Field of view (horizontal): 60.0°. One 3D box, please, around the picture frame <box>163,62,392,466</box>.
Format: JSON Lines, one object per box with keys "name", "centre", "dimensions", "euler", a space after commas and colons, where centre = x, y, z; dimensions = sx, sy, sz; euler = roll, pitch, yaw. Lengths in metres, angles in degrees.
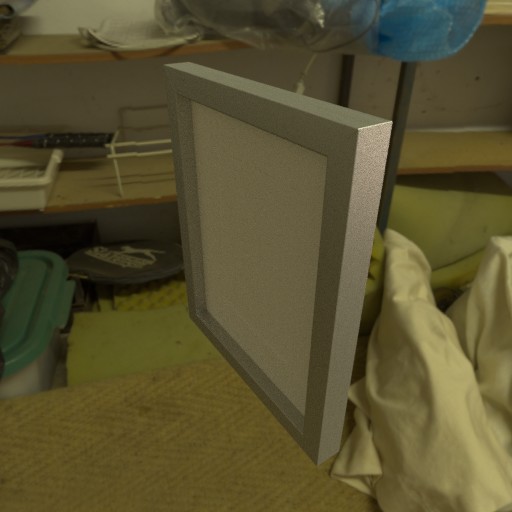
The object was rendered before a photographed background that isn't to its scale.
{"name": "picture frame", "centre": [0.000, 0.000, 0.385], "dimensions": [0.036, 0.282, 0.233], "euler": [-20, 37, -28]}
